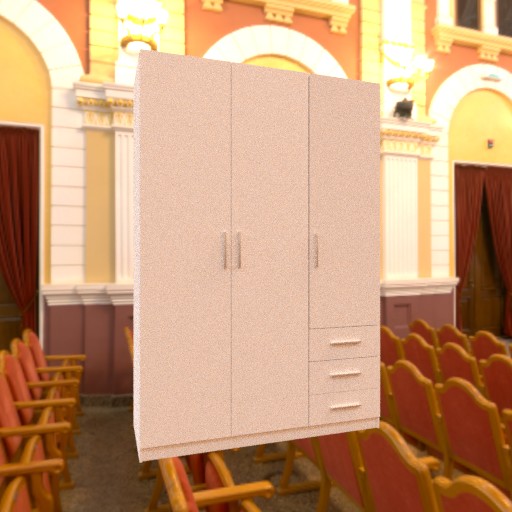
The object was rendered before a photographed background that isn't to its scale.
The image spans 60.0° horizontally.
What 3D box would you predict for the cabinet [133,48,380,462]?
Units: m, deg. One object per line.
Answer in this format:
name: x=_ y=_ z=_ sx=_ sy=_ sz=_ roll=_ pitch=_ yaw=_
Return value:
cabinet: x=0.000 y=0.000 z=2.472 sx=1.290 sy=1.910 sz=0.510 roll=0 pitch=0 yaw=-19
